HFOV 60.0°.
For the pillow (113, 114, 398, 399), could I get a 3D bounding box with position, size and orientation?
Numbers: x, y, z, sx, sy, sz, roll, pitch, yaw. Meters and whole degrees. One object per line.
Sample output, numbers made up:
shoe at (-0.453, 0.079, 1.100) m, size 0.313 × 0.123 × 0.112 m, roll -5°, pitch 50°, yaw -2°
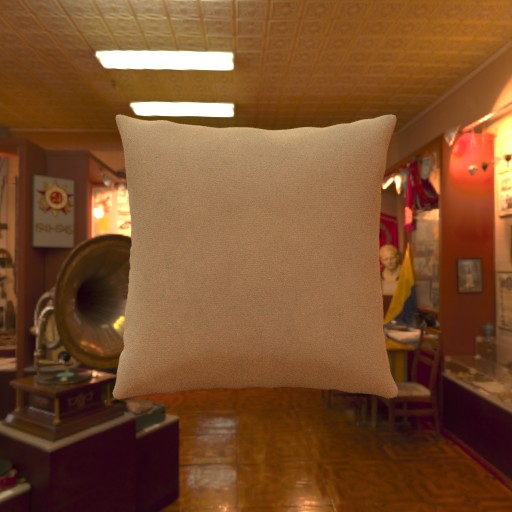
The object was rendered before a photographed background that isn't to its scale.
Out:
pillow at (0.000, 0.000, 0.678) m, size 0.433 × 0.434 × 0.196 m, roll 0°, pitch -1°, yaw -1°
